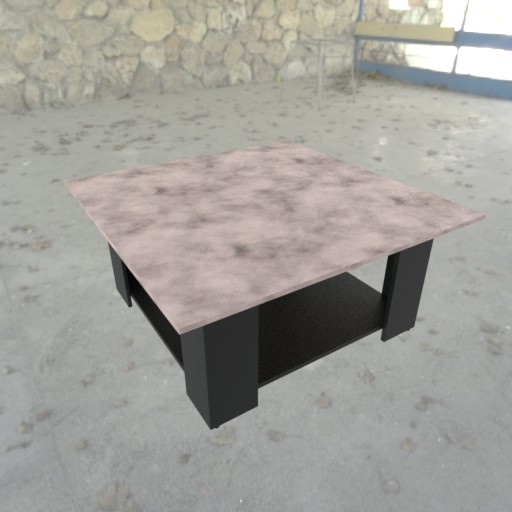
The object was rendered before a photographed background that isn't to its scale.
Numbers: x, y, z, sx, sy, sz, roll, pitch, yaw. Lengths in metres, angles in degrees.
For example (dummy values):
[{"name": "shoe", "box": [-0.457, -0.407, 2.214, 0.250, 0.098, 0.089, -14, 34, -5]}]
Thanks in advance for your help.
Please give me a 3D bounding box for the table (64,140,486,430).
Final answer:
[{"name": "table", "box": [0.000, 0.000, 1.053, 0.670, 0.305, 0.670, -18, 34, -28]}]
